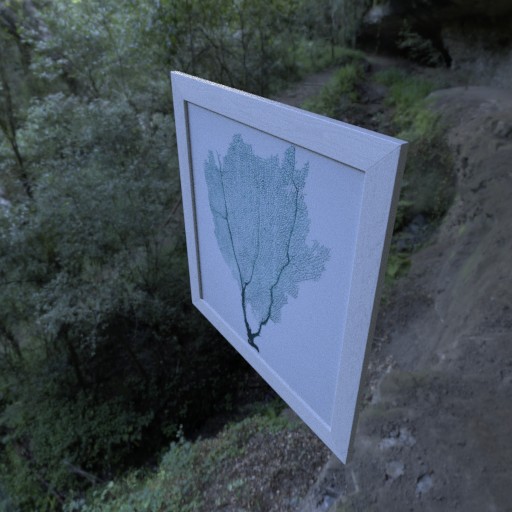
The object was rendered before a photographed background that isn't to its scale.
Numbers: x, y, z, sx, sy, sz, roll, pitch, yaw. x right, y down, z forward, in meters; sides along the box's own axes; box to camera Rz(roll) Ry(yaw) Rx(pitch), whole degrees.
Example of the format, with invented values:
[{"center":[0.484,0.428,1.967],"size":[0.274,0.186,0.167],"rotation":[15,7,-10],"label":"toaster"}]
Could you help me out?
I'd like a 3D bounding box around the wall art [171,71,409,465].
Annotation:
[{"center":[0.000,0.000,0.836],"size":[0.015,0.577,0.572],"rotation":[-20,37,-29],"label":"wall art"}]
